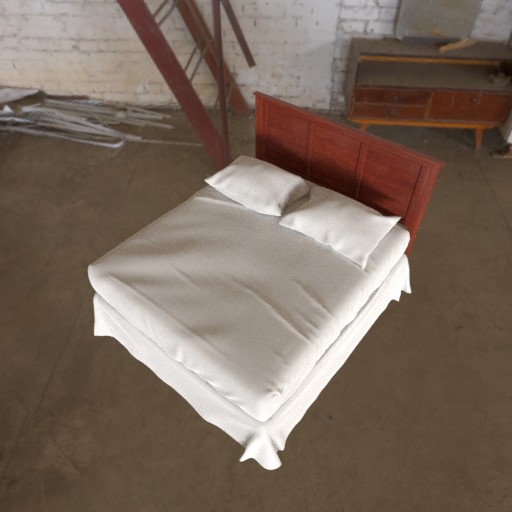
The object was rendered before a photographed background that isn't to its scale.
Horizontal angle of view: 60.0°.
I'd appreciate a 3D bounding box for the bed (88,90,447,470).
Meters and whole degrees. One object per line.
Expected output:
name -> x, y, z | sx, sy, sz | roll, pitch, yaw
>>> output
bed -> 0.000, 0.000, 3.250 | 1.870, 1.270, 2.050 | 30, 53, 26
